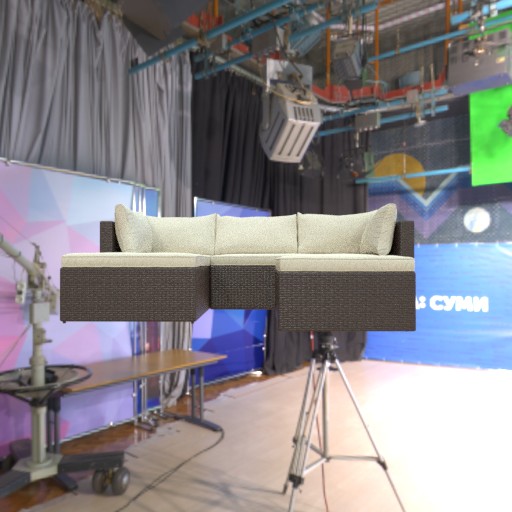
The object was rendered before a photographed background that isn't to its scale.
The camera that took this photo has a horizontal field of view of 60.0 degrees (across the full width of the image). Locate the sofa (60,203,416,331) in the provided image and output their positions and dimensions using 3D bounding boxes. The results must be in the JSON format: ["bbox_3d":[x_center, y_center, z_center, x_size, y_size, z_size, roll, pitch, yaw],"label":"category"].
[{"bbox_3d":[0.000,0.000,2.972,2.192,0.766,1.612,0,0,1],"label":"sofa"}]
